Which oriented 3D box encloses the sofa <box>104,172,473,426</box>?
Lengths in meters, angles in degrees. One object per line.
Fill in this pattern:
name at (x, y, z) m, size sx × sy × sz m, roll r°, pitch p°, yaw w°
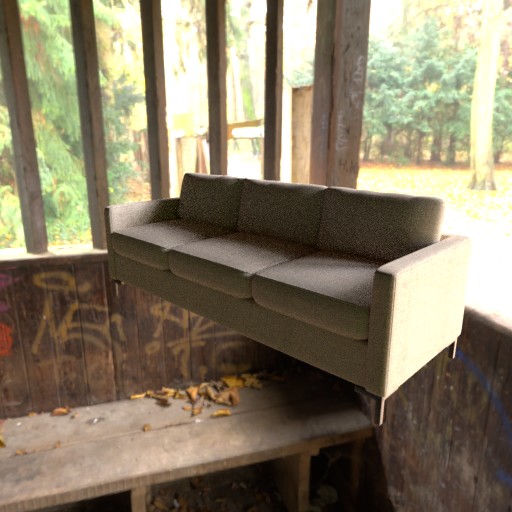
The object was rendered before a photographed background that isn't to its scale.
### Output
sofa at (0.000, 0.000, 2.715) m, size 2.218 × 0.874 × 0.859 m, roll 15°, pitch 21°, yaw 42°
